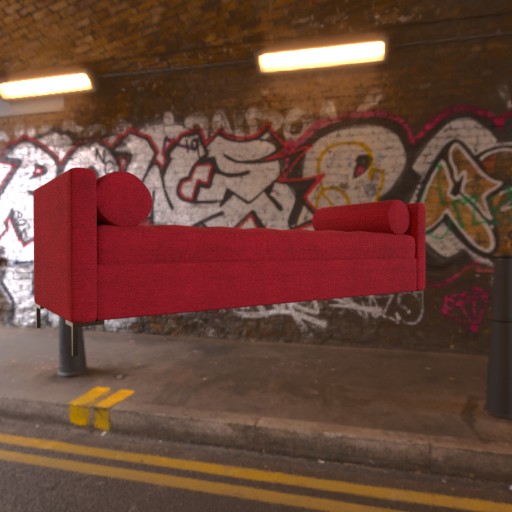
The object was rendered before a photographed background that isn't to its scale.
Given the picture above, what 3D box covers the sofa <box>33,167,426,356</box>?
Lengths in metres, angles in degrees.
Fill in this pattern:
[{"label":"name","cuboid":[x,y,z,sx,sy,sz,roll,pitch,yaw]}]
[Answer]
[{"label":"sofa","cuboid":[0.000,0.000,2.296,1.981,0.635,0.686,-1,1,-36]}]
